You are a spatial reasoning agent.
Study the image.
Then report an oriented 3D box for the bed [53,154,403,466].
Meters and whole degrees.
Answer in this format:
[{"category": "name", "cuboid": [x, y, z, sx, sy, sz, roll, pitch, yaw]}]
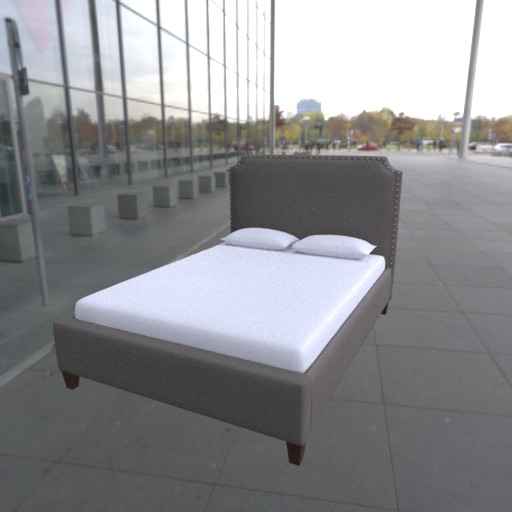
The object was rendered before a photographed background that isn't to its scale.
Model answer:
[{"category": "bed", "cuboid": [0.000, 0.000, 3.369, 1.712, 1.443, 2.372, 7, 16, 26]}]
